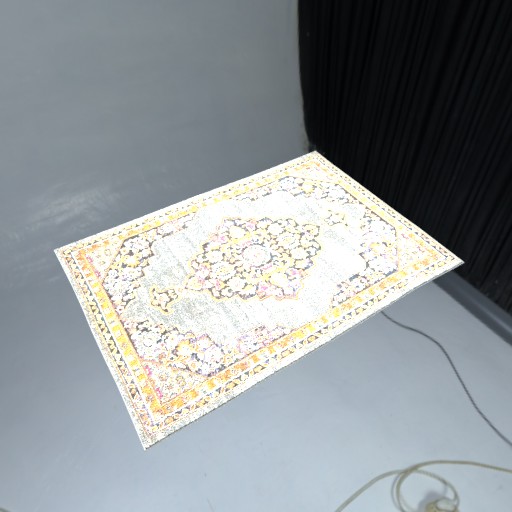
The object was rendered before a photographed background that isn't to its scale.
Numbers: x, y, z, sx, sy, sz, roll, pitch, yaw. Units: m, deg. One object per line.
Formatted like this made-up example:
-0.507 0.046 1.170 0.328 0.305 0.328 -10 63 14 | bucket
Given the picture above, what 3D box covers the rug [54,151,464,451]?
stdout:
0.000 0.000 3.810 2.901 0.026 2.043 -25 51 -22 | rug
